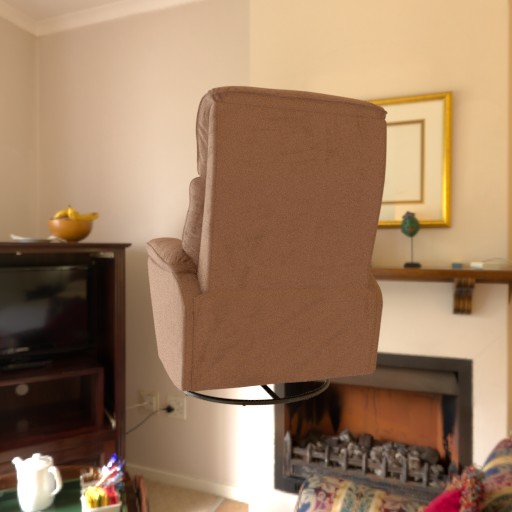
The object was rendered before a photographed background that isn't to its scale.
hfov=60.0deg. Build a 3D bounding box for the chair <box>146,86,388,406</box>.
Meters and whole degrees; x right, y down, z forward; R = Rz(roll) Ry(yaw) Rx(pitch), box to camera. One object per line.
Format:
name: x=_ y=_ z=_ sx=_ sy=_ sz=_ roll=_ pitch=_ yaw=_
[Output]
chair: x=0.000 y=0.000 z=1.798 sx=0.820 sy=1.037 sz=1.004 roll=0 pitch=0 yaw=-18
